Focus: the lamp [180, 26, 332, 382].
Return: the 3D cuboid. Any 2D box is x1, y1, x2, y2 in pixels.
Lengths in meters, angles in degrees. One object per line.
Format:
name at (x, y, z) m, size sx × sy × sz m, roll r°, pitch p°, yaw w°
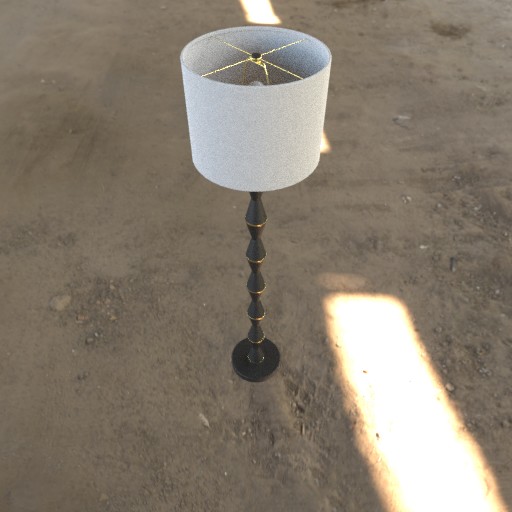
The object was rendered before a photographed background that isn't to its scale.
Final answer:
lamp at (0.000, 0.000, 1.654) m, size 0.381 × 1.480 × 0.381 m, roll -32°, pitch 54°, yaw -27°
